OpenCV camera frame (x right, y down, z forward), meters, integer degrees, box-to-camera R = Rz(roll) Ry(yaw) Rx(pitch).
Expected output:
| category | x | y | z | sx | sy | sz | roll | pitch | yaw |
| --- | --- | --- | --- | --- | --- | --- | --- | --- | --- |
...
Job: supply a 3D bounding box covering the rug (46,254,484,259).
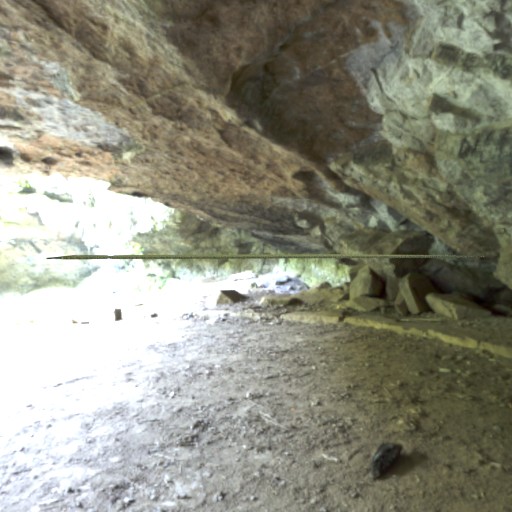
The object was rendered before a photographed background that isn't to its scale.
| category | x | y | z | sx | sy | sz | roll | pitch | yaw |
| --- | --- | --- | --- | --- | --- | --- | --- | --- | --- |
| rug | 0.000 | 0.000 | 3.033 | 2.435 | 0.010 | 1.544 | 0 | 1 | -18 |
